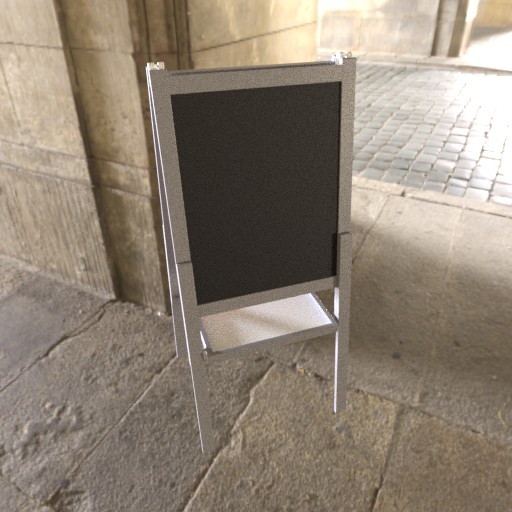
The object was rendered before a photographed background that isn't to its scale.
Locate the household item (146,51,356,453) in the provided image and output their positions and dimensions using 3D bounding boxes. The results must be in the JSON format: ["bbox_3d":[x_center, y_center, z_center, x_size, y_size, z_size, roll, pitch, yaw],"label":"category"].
[{"bbox_3d":[0.000,0.000,1.412,0.531,1.172,0.469,-11,35,-16],"label":"household item"}]
